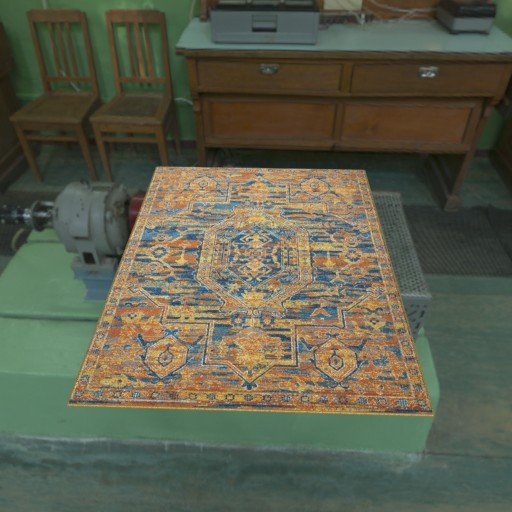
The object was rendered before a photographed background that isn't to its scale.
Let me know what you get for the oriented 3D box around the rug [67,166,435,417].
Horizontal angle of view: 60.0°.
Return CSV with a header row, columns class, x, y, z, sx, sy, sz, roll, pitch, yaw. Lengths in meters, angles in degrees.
class,x,y,z,sx,sy,sz,roll,pitch,yaw
rug,0.000,0.000,4.045,2.435,0.031,3.040,1,42,1
